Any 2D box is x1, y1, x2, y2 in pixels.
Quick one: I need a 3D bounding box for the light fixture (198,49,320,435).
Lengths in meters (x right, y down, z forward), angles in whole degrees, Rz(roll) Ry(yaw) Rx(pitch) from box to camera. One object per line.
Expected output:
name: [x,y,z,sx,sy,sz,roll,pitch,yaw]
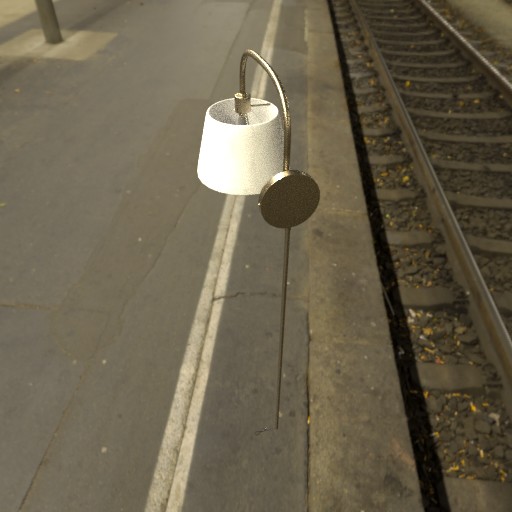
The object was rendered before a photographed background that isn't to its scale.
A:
light fixture: [0.000,0.000,0.462,0.092,0.399,0.176,-11,41,-13]
